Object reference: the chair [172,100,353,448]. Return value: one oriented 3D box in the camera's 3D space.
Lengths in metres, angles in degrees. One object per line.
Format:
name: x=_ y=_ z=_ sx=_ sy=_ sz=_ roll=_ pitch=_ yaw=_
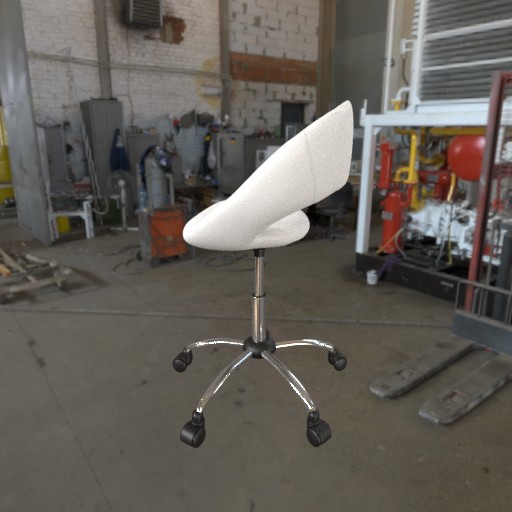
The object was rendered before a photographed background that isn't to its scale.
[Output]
chair: x=0.000 y=0.000 z=1.200 sx=0.538 sy=0.791 sz=0.612 roll=2 pitch=16 yaw=8
